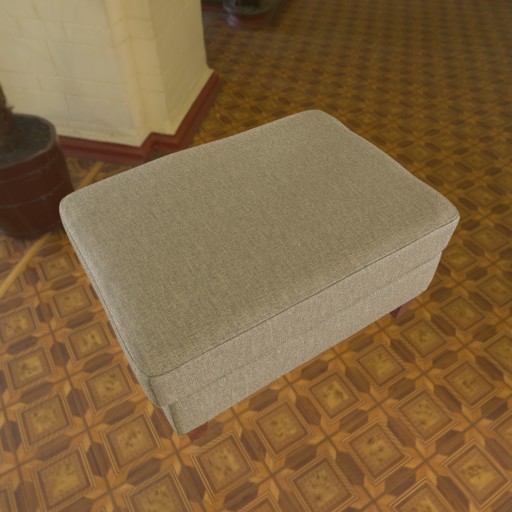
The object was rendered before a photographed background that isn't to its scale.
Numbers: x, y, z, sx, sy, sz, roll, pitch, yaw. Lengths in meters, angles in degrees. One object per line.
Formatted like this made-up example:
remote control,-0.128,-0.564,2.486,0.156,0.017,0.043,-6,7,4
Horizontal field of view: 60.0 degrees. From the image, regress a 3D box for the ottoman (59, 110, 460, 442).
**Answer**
ottoman,0.000,0.000,1.270,0.873,0.494,0.639,-25,53,-21
